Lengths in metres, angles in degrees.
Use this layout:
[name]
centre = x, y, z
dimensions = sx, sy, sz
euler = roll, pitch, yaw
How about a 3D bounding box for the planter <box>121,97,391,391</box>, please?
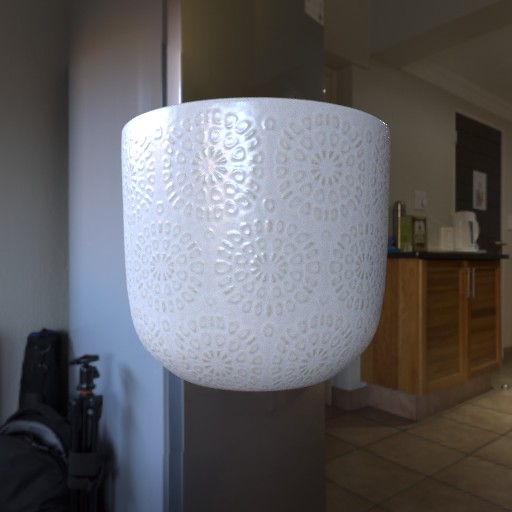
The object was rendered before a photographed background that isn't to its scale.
[planter]
centre = 0.000, 0.000, 0.293
dimensions = 0.170, 0.152, 0.170
euler = 0, 1, 0
